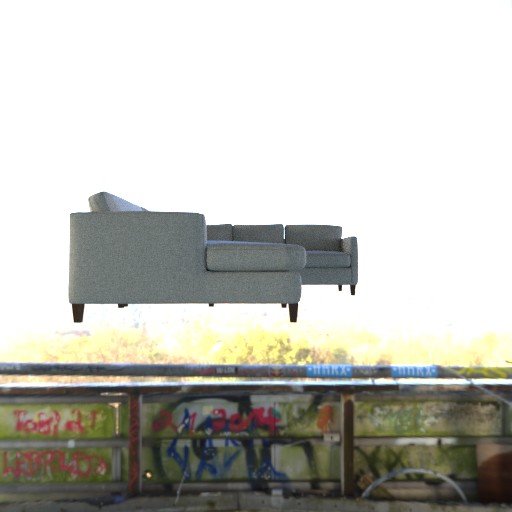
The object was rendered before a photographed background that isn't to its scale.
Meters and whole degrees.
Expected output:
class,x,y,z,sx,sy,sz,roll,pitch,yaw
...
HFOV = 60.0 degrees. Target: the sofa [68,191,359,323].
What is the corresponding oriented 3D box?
class,x,y,z,sx,sy,sz,roll,pitch,yaw
sofa,0.000,0.000,4.685,2.593,0.959,3.460,0,-1,0
